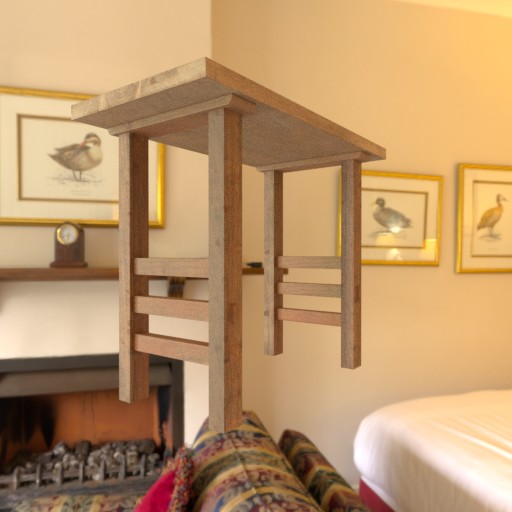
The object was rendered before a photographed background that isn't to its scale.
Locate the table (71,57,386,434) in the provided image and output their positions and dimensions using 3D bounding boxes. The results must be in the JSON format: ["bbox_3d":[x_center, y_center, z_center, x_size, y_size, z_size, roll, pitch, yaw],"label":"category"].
[{"bbox_3d":[0.000,0.000,1.621,0.556,0.914,1.119,0,1,37],"label":"table"}]
